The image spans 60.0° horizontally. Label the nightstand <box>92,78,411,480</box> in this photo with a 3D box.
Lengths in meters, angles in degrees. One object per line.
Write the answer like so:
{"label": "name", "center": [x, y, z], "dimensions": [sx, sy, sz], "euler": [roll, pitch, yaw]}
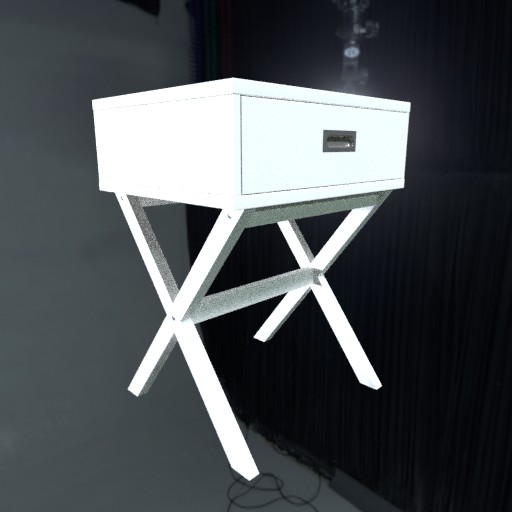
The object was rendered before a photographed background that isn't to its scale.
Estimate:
{"label": "nightstand", "center": [0.000, 0.000, 0.941], "dimensions": [0.479, 0.623, 0.402], "euler": [-13, 19, -43]}
